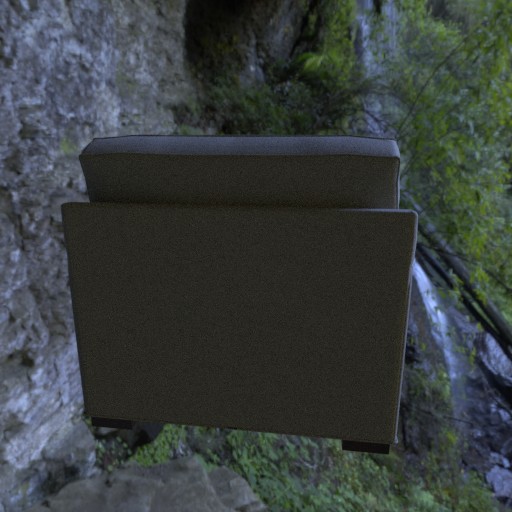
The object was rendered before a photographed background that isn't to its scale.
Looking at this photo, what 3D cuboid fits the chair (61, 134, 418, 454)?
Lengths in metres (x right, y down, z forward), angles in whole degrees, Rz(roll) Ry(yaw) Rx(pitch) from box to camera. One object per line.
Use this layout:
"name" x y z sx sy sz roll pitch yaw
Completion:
"chair" 0.000 0.000 1.760 0.999 0.934 1.044 2 16 8
